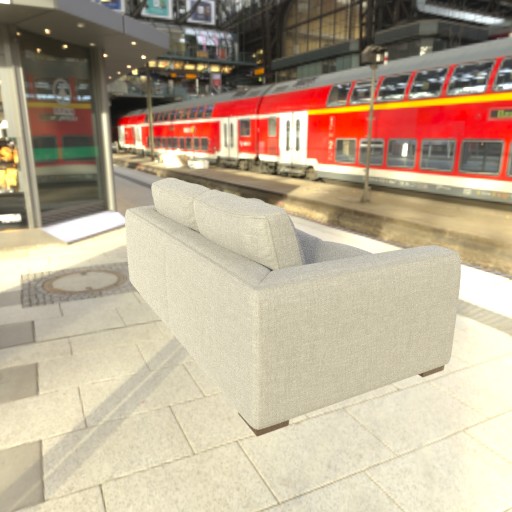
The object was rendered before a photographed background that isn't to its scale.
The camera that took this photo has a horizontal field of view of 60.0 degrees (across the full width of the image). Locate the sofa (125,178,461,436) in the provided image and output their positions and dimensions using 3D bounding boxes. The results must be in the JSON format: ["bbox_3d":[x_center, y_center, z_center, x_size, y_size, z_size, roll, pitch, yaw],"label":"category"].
[{"bbox_3d":[0.000,0.000,2.521,1.069,0.800,1.920,-8,17,-27],"label":"sofa"}]
